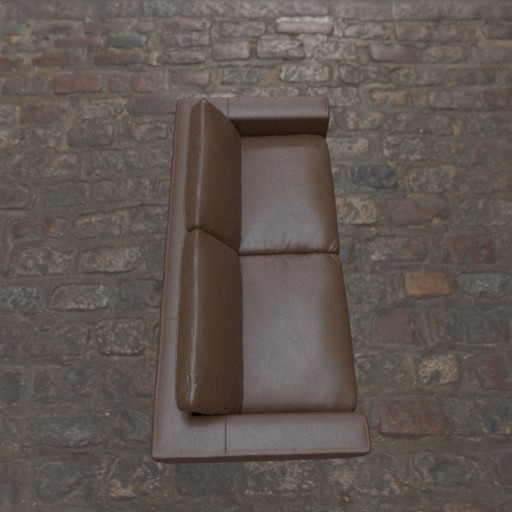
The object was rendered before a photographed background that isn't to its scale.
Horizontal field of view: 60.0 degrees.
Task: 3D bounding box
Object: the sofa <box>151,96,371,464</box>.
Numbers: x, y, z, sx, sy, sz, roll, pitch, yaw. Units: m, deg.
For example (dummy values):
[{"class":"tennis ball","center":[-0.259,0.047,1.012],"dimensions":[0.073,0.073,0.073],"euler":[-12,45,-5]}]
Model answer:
[{"class":"sofa","center":[0.000,0.000,2.697],"dimensions":[1.070,0.801,2.262],"euler":[-1,64,-1]}]
